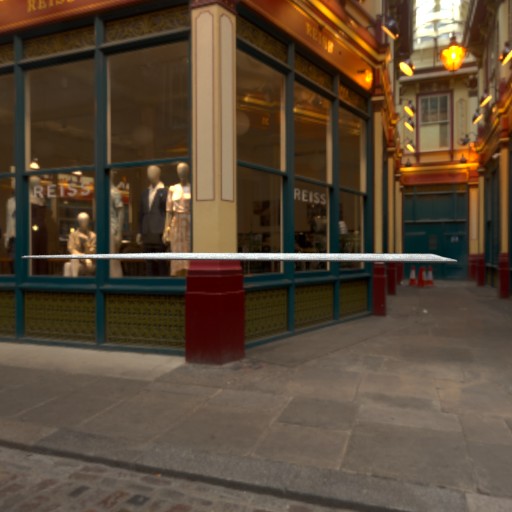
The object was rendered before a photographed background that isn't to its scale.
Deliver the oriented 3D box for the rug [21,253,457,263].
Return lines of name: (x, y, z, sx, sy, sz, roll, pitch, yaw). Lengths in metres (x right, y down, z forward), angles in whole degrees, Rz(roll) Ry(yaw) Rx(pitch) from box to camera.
rug: (0.000, 0.000, 2.840, 2.206, 0.014, 1.578, 0, 1, 19)
